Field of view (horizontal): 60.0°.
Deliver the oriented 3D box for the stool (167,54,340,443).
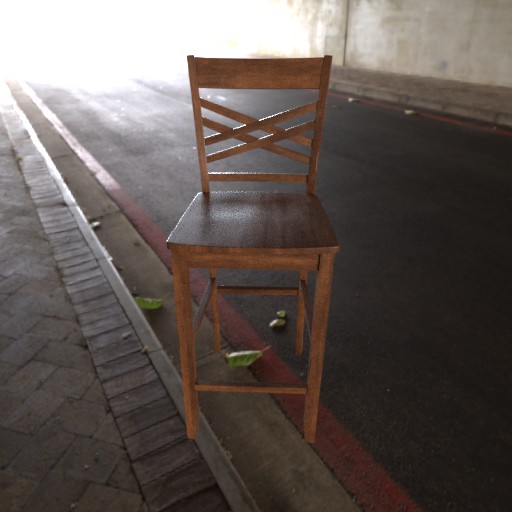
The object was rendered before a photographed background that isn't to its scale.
[{"bbox_3d":[0.000,0.000,1.371,0.433,1.105,0.487,1,29,2],"label":"stool"}]
